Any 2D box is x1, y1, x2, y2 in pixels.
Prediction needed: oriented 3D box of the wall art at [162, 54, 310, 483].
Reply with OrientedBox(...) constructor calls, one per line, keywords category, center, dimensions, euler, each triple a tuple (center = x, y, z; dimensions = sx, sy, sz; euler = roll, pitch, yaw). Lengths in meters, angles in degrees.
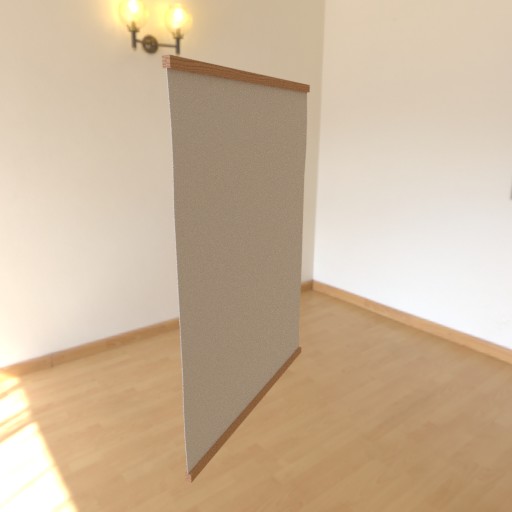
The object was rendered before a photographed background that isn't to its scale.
OrientedBox(category="wall art", center=(0.000, 0.000, 0.794), dimensions=(0.011, 0.605, 0.458), euler=(8, 18, 26))
